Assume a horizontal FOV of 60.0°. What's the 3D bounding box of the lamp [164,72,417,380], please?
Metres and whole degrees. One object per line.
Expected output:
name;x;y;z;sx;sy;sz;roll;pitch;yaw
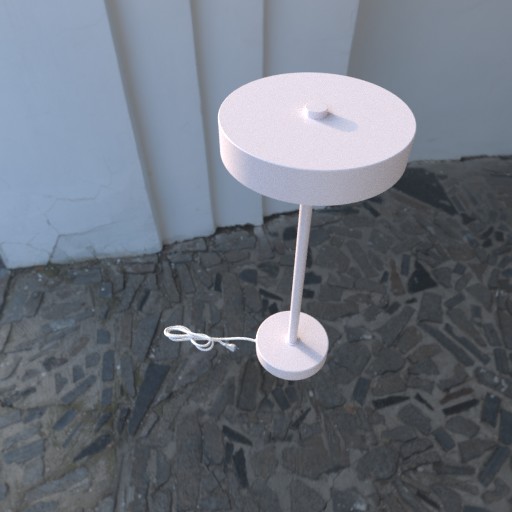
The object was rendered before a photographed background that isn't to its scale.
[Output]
lamp;0.000;0.000;0.698;0.369;0.508;0.229;4;46;4
